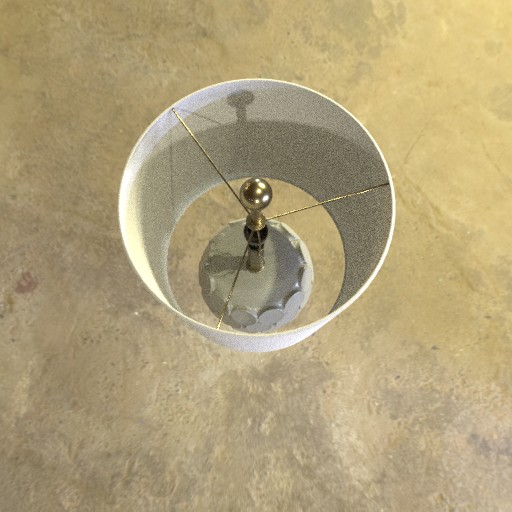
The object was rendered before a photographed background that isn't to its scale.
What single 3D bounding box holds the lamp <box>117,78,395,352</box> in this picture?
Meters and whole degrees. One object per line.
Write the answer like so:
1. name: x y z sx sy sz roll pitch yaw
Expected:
1. lamp: 0.000 0.000 0.601 0.254 0.452 0.254 0 75 0
